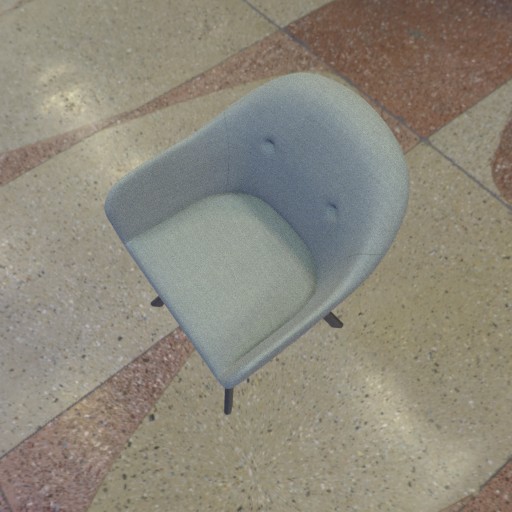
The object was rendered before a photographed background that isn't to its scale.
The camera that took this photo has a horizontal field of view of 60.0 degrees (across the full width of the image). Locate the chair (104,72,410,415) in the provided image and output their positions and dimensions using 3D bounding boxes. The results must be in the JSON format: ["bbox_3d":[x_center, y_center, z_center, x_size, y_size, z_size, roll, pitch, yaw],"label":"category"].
[{"bbox_3d":[0.000,0.000,1.171,0.570,0.780,0.540,-34,68,-16],"label":"chair"}]
